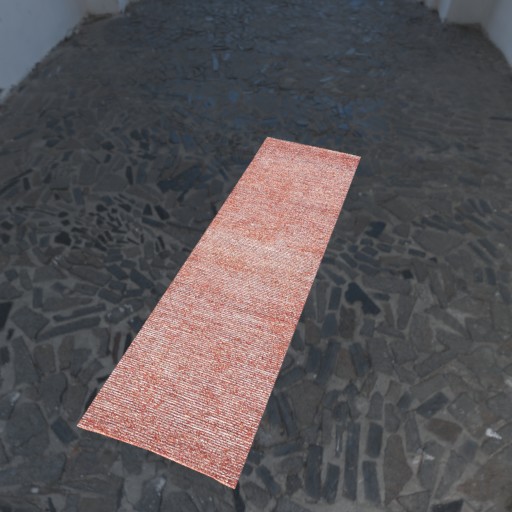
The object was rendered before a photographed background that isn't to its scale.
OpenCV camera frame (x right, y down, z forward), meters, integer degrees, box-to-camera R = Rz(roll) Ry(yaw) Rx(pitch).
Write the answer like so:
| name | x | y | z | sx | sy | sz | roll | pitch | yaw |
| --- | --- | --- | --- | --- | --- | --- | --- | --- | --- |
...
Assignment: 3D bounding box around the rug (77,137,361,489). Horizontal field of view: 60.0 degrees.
| name | x | y | z | sx | sy | sz | roll | pitch | yaw |
| --- | --- | --- | --- | --- | --- | --- | --- | --- | --- |
| rug | 0.000 | 0.000 | 2.523 | 0.718 | 0.013 | 2.353 | 16 | 49 | 14 |
